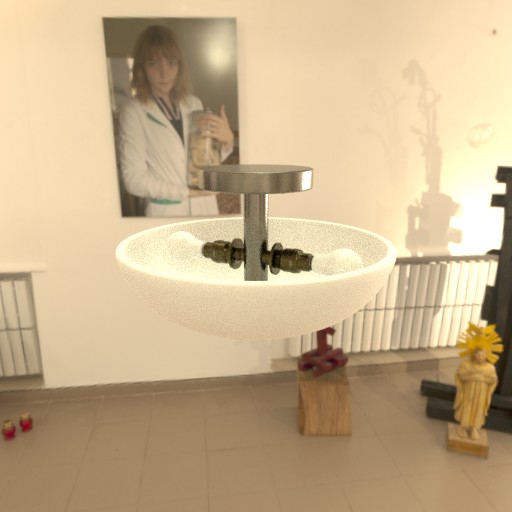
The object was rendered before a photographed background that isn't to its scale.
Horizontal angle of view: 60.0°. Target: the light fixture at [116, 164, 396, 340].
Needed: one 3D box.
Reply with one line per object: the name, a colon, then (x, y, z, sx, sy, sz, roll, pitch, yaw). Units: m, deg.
light fixture: (0.000, 0.000, 0.548, 0.330, 0.214, 0.330, 0, 15, 0)
